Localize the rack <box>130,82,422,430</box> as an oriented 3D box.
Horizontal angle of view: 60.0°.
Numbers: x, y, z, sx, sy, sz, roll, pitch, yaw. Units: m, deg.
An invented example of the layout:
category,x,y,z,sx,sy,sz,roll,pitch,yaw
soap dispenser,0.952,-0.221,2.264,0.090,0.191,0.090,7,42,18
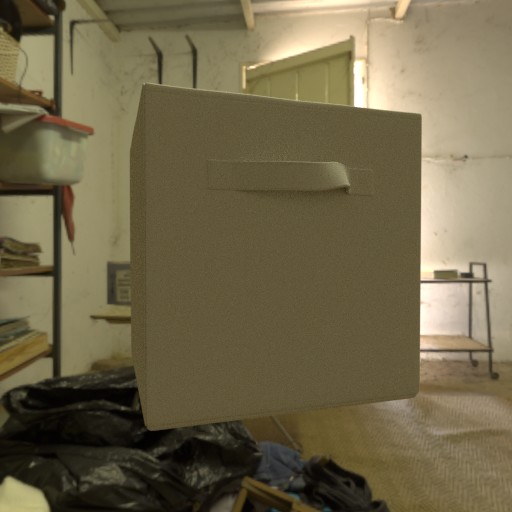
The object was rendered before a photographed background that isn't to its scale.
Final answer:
category,x,y,z,sx,sy,sz,roll,pitch,yaw
rack,0.000,0.000,0.504,0.270,0.280,0.270,0,1,-18
